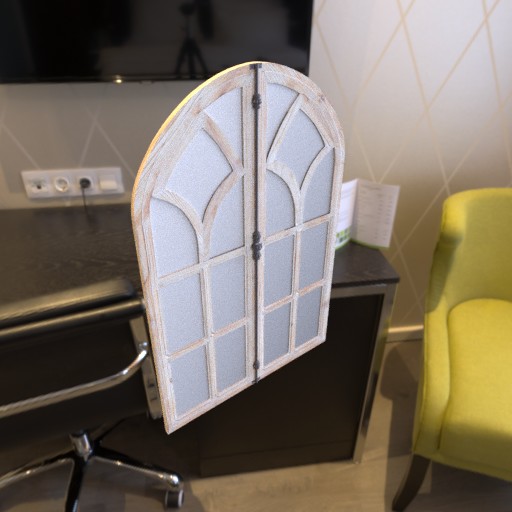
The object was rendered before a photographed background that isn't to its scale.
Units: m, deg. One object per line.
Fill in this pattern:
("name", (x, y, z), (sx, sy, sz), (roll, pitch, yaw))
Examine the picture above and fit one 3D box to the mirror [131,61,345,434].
("mirror", (0.000, 0.000, 1.135), (0.609, 0.915, 0.032), (-22, 38, -32))
